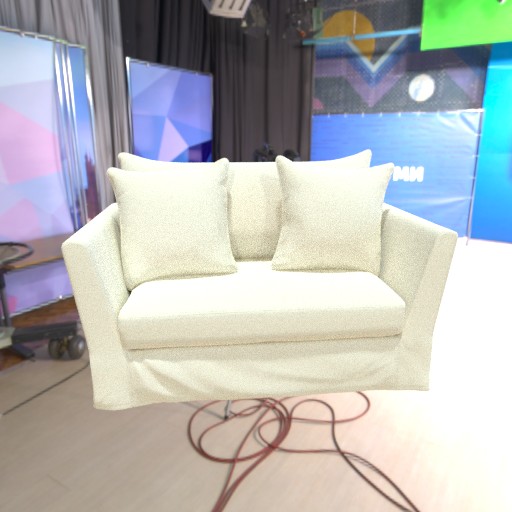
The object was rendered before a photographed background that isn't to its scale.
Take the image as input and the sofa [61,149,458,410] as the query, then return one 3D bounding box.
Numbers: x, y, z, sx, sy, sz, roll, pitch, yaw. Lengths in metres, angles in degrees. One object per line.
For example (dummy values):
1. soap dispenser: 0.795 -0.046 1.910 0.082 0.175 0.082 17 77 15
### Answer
1. sofa: 0.000 0.000 2.290 1.608 1.039 1.026 -2 16 -6
